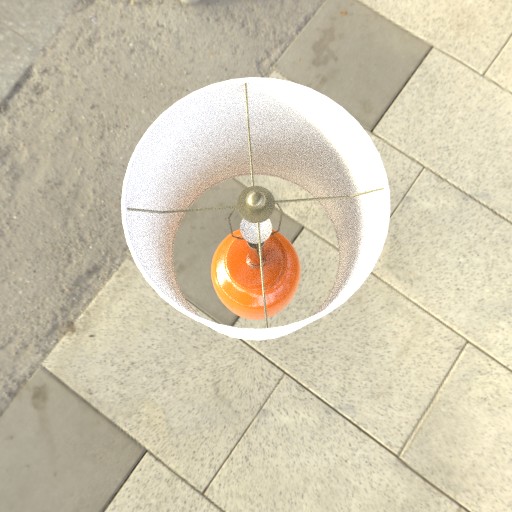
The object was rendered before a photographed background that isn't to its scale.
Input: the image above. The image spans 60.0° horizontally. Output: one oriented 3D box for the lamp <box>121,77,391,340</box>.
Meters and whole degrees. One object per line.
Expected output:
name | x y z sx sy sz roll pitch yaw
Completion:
lamp | 0.000 0.000 1.113 0.418 0.871 0.418 33 80 7
